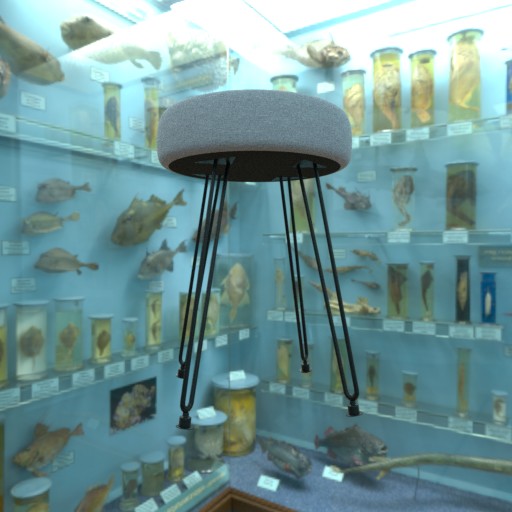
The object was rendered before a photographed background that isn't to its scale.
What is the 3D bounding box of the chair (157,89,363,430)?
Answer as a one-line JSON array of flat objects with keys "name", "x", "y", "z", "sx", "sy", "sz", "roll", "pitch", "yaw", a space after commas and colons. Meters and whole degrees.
[{"name": "chair", "x": 0.000, "y": 0.000, "z": 0.700, "sx": 0.350, "sy": 0.440, "sz": 0.350, "roll": 1, "pitch": 1, "yaw": 34}]
